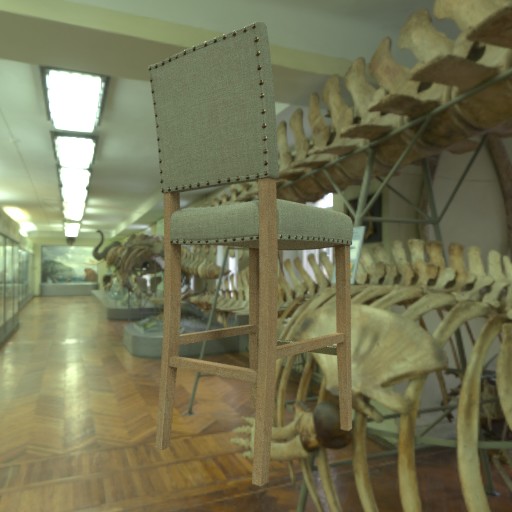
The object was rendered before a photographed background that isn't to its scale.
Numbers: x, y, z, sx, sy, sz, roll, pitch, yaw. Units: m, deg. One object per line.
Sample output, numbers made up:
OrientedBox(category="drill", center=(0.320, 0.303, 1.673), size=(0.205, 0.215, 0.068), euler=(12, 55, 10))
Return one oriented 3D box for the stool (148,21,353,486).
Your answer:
OrientedBox(category="stool", center=(0.000, 0.000, 1.469), size=(0.445, 1.203, 0.585), euler=(-1, -2, 37))
